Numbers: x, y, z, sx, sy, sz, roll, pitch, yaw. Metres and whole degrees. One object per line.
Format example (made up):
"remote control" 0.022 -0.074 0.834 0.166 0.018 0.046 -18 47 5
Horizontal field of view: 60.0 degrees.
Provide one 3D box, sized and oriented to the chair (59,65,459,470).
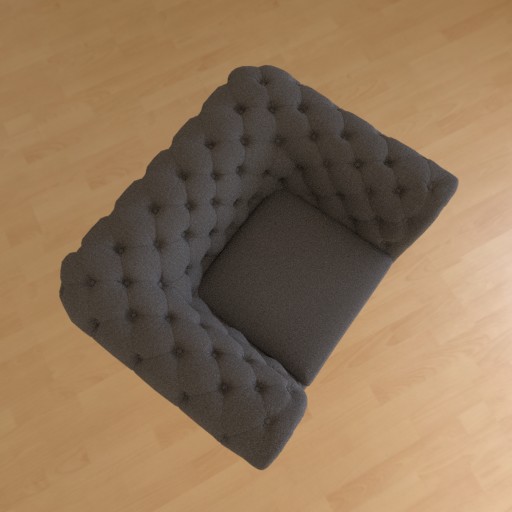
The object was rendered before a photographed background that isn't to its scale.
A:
"chair" 0.000 0.000 1.870 0.976 0.770 1.270 35 77 9
